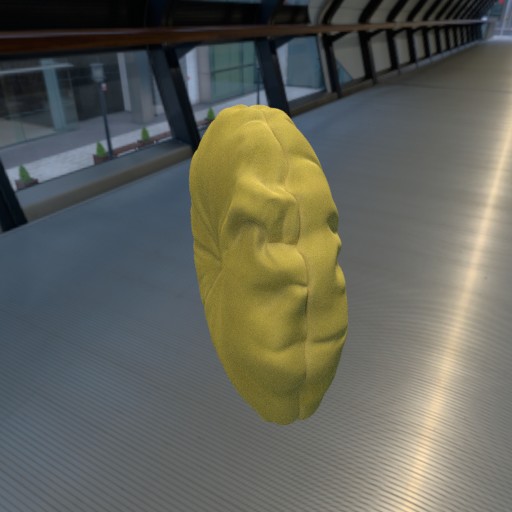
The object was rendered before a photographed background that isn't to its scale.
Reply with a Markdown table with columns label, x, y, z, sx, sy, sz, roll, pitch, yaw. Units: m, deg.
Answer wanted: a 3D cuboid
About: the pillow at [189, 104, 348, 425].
| label | x | y | z | sx | sy | sz | roll | pitch | yaw |
| --- | --- | --- | --- | --- | --- | --- | --- | --- | --- |
| pillow | 0.000 | 0.000 | 0.631 | 0.148 | 0.407 | 0.428 | -8 | 30 | -14 |
